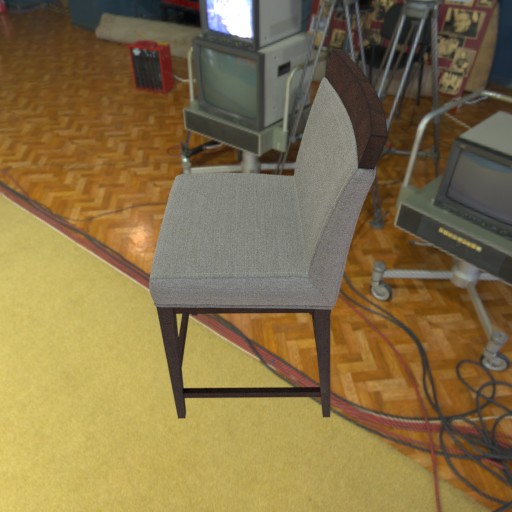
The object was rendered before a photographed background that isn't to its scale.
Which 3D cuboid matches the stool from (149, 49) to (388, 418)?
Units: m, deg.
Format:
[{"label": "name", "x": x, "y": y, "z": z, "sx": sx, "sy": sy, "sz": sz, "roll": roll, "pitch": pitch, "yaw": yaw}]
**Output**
[{"label": "stool", "x": 0.000, "y": 0.000, "z": 1.312, "sx": 0.531, "sy": 1.009, "sz": 0.512, "roll": 0, "pitch": 41, "yaw": 0}]
